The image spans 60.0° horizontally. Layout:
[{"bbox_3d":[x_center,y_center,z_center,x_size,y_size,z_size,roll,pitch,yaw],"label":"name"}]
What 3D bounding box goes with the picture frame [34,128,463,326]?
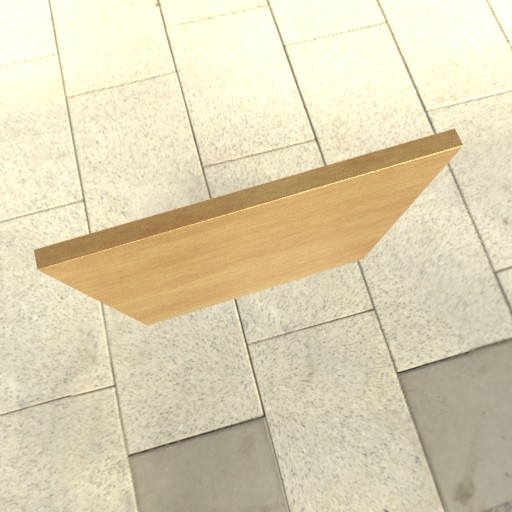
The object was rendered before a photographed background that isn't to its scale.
[{"bbox_3d":[0.000,0.000,1.124,0.758,0.761,0.037,-17,75,-5],"label":"picture frame"}]
